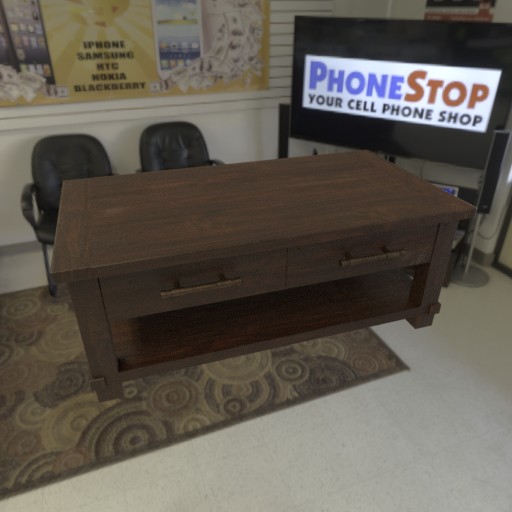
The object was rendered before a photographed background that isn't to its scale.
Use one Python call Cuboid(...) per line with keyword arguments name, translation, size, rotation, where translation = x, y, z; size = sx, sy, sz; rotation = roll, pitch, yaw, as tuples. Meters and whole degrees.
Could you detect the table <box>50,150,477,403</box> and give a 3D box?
Cuboid(name="table", translation=(0.000, 0.000, 1.640), size=(1.270, 0.494, 0.700), rotation=(-9, 31, -16))
